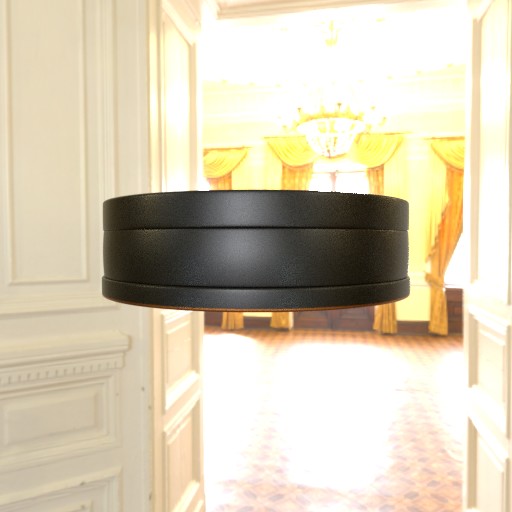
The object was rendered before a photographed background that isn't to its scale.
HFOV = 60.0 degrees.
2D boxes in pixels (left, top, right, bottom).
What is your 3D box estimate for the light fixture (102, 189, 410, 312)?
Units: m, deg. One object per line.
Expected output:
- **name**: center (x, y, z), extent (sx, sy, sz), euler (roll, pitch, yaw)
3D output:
- **light fixture**: center (0.000, 0.000, 0.430), extent (0.283, 0.097, 0.283), euler (0, 2, 0)
